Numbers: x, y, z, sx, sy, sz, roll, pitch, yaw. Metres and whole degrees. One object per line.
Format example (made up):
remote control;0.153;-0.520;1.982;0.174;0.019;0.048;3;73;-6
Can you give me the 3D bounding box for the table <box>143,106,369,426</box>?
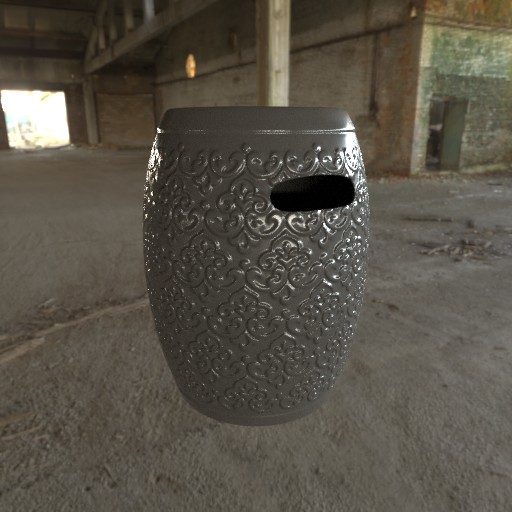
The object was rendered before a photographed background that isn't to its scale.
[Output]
table;0.000;0.000;0.630;0.309;0.397;0.309;0;17;0
